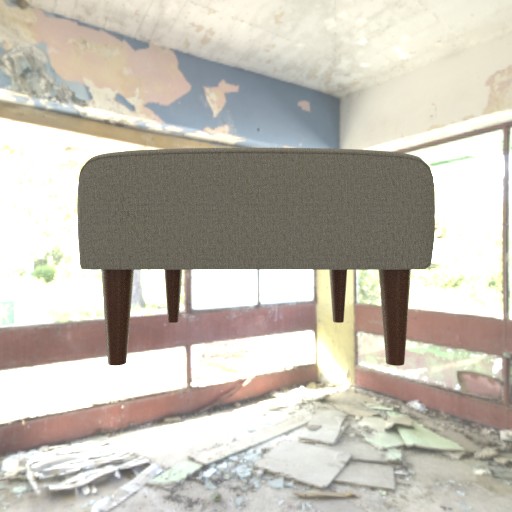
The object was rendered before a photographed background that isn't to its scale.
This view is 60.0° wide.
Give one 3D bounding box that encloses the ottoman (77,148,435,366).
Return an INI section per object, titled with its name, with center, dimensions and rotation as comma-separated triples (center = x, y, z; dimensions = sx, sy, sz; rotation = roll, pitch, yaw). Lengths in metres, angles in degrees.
[ottoman]
center = 0.000, 0.000, 1.084
dimensions = 0.648, 0.399, 0.655
rotation = 0, -1, 0
